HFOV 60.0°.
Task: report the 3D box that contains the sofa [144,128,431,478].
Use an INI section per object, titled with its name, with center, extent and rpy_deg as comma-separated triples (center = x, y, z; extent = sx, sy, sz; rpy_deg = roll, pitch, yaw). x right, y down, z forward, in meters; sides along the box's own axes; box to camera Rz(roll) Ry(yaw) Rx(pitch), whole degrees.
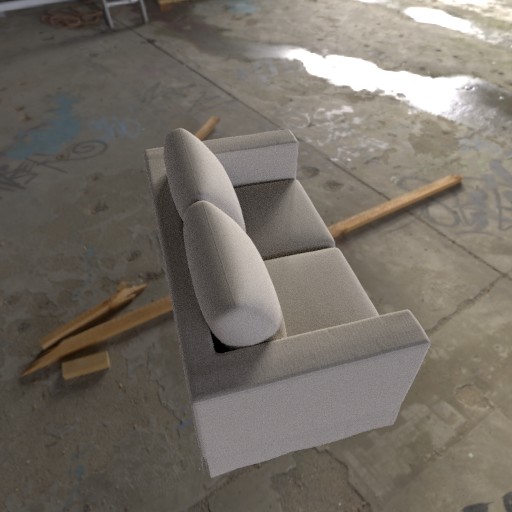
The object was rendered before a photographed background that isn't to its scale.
[sofa]
center = 0.000, 0.000, 2.451
extent = 1.009, 0.932, 1.813
rpy_deg = -11, 46, -11
